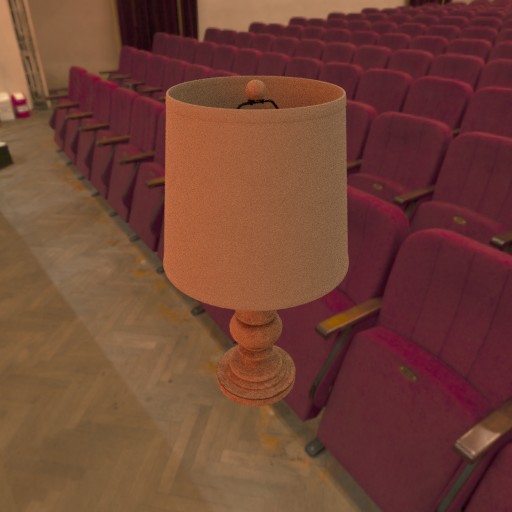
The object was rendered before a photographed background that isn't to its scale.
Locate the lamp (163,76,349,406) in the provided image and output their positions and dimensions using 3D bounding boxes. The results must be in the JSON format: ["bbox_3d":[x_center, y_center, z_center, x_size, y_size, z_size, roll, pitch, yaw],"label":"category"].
[{"bbox_3d":[0.000,0.000,0.664,0.273,0.497,0.273,0,31,0],"label":"lamp"}]
